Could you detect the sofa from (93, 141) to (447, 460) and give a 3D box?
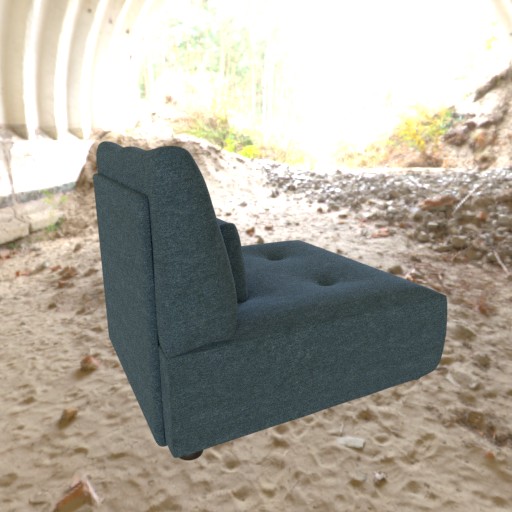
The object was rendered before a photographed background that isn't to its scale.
[{"bbox_3d":[0.000,0.000,1.645,1.000,0.820,0.930,-8,17,-26],"label":"sofa"}]
